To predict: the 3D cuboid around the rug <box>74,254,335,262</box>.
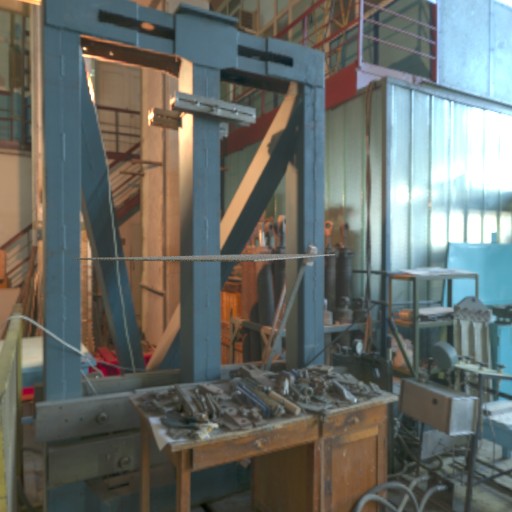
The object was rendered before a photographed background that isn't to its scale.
[{"bbox_3d":[0.000,0.000,2.725,0.706,0.009,2.443,0,1,16],"label":"rug"}]
